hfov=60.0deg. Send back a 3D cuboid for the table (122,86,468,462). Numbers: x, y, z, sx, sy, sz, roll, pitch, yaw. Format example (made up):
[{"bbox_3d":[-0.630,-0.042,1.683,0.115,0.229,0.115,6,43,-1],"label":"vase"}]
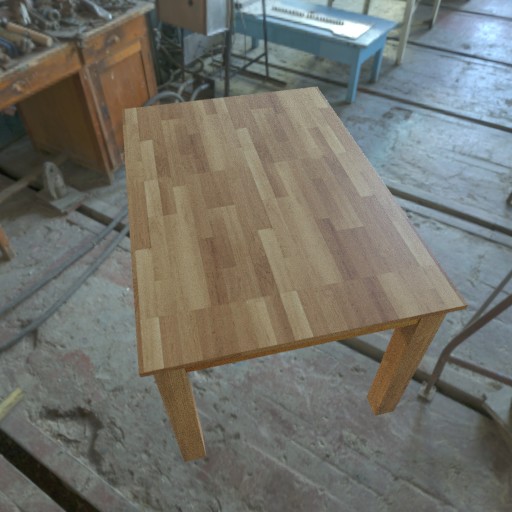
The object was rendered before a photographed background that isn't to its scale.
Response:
[{"bbox_3d":[0.000,0.000,1.861,0.900,0.750,1.300,-10,48,-9],"label":"table"}]
